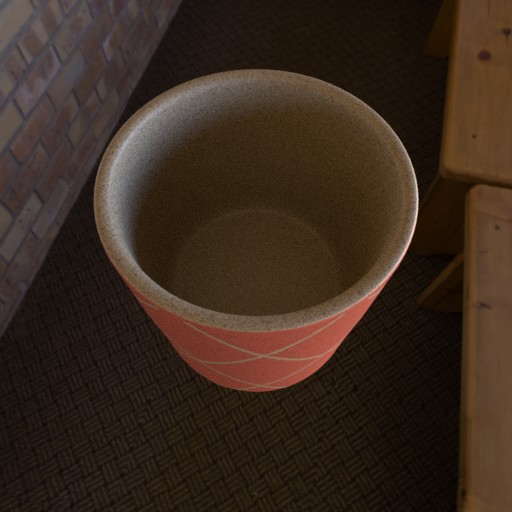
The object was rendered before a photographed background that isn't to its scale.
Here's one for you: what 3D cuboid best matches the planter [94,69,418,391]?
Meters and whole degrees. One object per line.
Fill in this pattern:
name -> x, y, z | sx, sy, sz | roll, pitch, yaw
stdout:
planter -> 0.000, 0.000, 0.416 | 0.227, 0.235, 0.227 | 0, 62, 0
